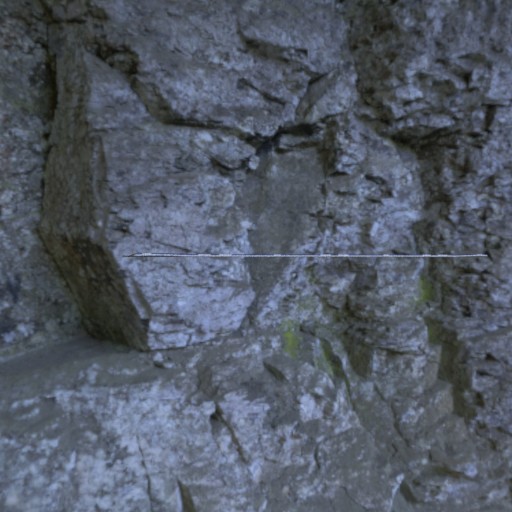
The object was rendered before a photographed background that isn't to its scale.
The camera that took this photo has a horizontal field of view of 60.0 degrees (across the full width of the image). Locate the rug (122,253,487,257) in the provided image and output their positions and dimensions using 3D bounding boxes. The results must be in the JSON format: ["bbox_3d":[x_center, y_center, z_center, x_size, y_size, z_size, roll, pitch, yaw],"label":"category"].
[{"bbox_3d":[0.000,0.000,4.314,2.443,0.024,3.228,0,0,-18],"label":"rug"}]
